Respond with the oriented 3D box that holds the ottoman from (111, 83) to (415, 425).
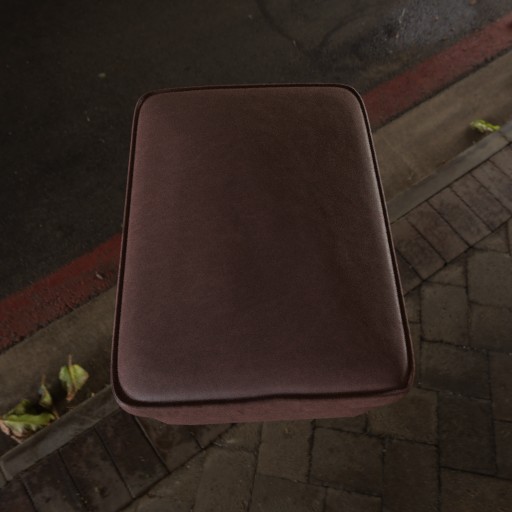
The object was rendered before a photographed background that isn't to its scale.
[{"bbox_3d":[0.000,0.000,1.076,0.548,0.449,0.749,-3,65,-1],"label":"ottoman"}]
